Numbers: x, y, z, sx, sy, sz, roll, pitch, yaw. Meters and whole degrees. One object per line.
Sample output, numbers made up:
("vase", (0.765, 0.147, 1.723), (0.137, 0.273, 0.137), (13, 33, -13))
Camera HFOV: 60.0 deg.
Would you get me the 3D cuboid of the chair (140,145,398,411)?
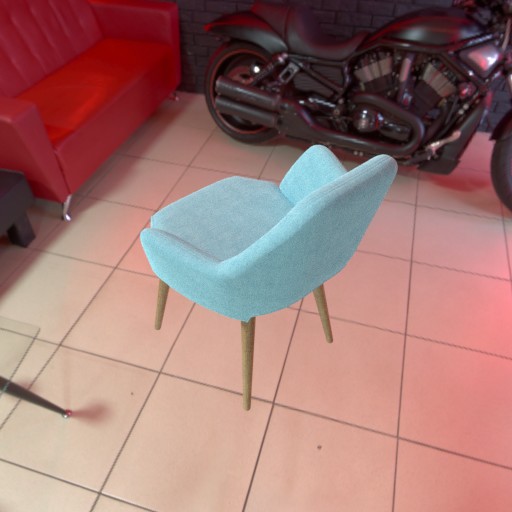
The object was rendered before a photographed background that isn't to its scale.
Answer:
("chair", (0.000, 0.000, 1.254), (0.590, 0.840, 0.610), (-31, 53, -28))
